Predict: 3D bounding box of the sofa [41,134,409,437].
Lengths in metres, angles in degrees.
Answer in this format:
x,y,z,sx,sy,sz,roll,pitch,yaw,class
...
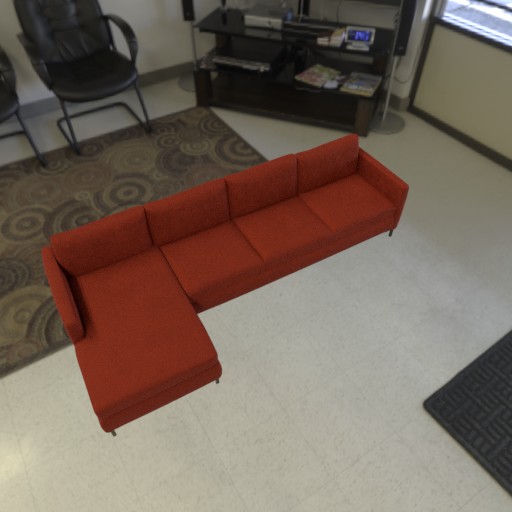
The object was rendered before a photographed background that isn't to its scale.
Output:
x,y,z,sx,sy,sz,roll,pitch,yaw,class
0.000,0.000,2.923,2.467,0.663,1.136,-23,51,-20,sofa
